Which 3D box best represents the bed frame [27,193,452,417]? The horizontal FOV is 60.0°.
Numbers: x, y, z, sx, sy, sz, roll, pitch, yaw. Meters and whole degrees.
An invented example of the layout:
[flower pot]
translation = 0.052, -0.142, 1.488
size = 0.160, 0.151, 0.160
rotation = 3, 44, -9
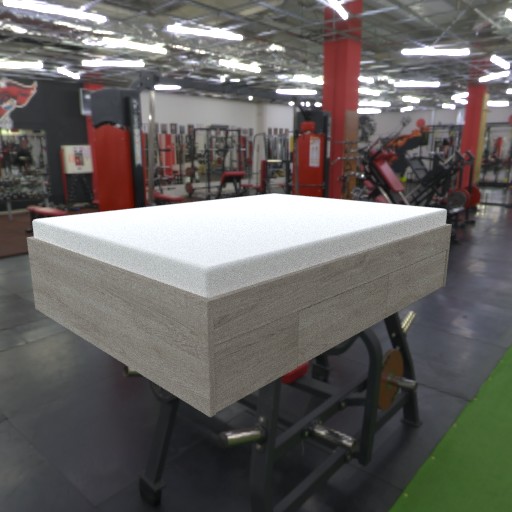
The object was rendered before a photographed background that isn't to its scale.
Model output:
[bed frame]
translation = 0.000, 0.000, 2.542
size = 1.448, 0.490, 1.944
rotation = 13, 18, 42
